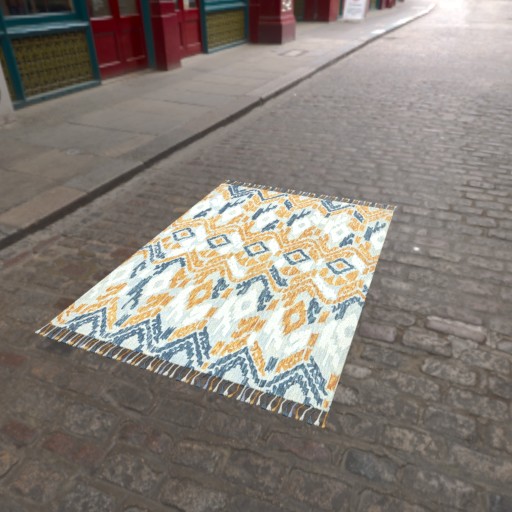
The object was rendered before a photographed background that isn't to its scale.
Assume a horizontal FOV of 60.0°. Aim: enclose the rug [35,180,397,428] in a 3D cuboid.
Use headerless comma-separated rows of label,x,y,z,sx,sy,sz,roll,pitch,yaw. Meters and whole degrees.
rug,0.000,0.000,2.347,1.230,0.008,1.827,12,33,19
